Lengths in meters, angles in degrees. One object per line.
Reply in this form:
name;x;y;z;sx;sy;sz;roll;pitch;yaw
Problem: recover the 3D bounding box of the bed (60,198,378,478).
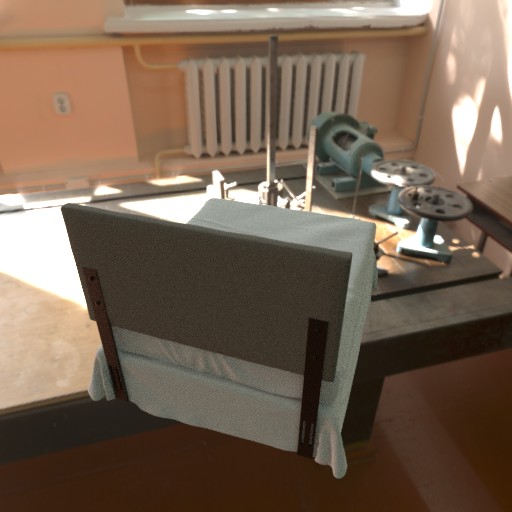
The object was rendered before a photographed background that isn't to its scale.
bed;0.000;0.000;3.476;1.936;1.577;2.222;11;35;16
